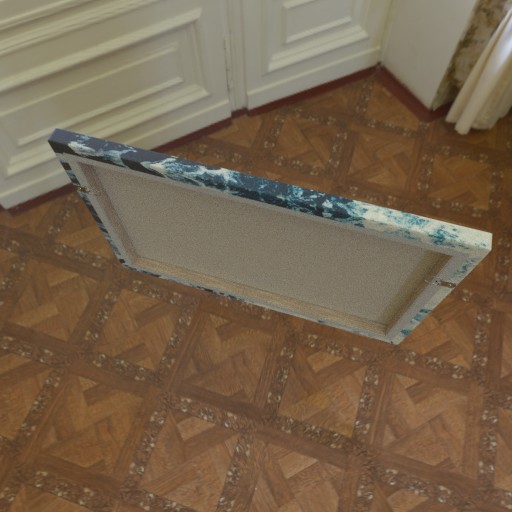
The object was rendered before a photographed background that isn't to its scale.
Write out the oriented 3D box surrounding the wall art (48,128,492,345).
[{"bbox_3d":[0.000,0.000,1.151,0.915,0.610,0.042,15,63,8],"label":"wall art"}]
